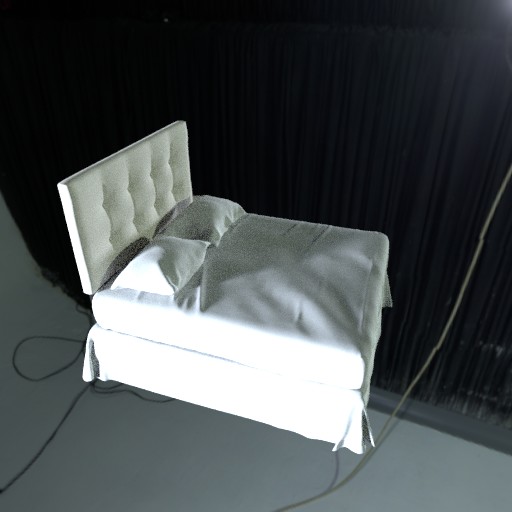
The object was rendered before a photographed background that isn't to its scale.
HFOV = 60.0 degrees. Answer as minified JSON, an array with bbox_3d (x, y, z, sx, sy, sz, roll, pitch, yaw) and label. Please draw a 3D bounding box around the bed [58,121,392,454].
[{"bbox_3d":[0.000,0.000,3.507,2.222,1.577,1.936,10,33,16],"label":"bed"}]
